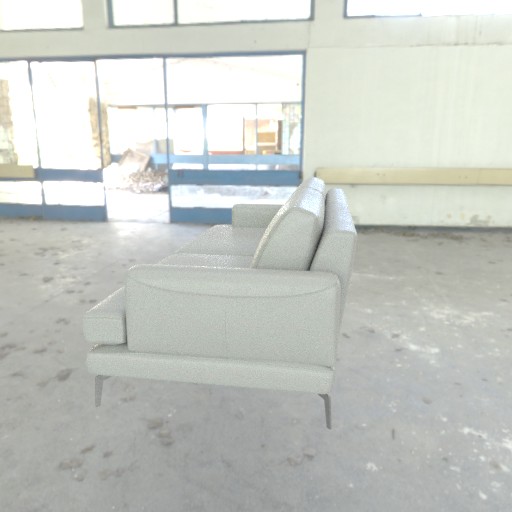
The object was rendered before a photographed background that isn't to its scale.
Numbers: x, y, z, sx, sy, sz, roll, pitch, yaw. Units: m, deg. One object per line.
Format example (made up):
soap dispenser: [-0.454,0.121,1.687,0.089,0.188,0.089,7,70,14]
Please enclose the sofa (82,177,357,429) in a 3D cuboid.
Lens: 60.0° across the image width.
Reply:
sofa: [0.000,0.000,2.424,0.974,0.765,1.940,2,14,9]
